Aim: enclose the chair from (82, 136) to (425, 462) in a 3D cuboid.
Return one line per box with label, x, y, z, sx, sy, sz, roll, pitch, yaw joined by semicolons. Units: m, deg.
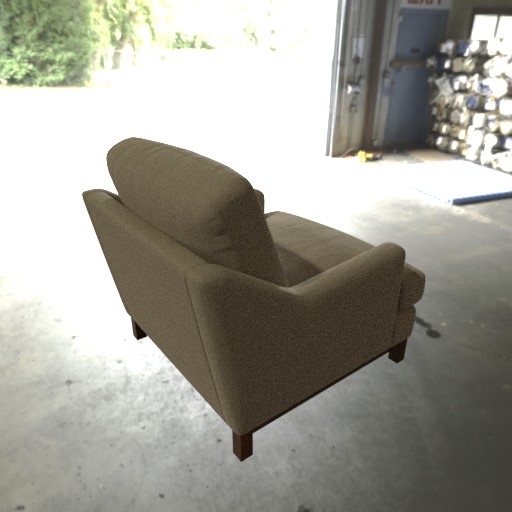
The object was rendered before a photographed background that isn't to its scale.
chair;0.000;0.000;1.730;1.001;0.916;0.912;-18;31;-33
